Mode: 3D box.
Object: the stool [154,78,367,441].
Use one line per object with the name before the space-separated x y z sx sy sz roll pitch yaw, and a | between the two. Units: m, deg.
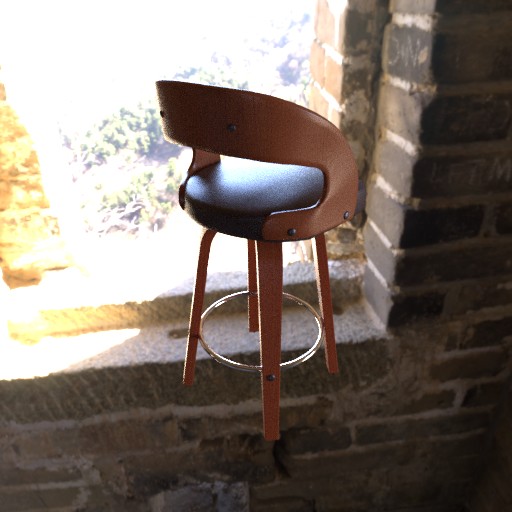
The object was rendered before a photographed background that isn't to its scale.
stool | 0.000 0.000 1.207 0.457 0.940 0.457 21 36 33
